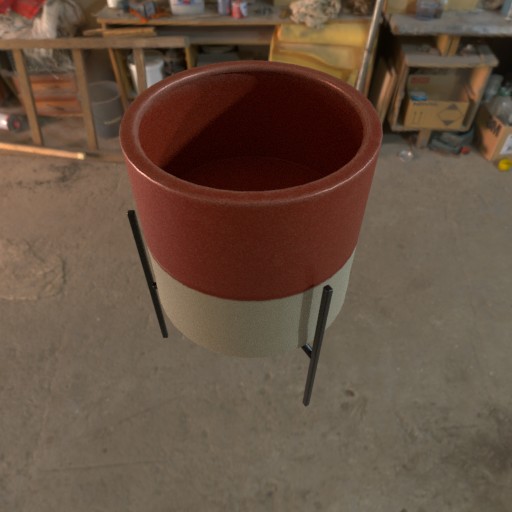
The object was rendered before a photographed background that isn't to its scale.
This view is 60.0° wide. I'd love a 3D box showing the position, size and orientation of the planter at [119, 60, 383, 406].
[{"bbox_3d":[0.000,0.000,0.522,0.235,0.354,0.251,-25,52,-21],"label":"planter"}]
